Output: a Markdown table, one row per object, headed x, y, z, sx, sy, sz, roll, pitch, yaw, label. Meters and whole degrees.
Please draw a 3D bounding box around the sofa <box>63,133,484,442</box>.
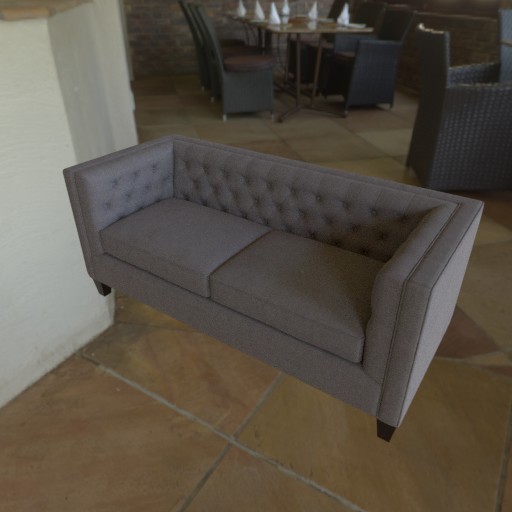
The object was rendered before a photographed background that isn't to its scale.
| x | y | z | sx | sy | sz | roll | pitch | yaw | label |
| --- | --- | --- | --- | --- | --- | --- | --- | --- | --- |
| 0.000 | 0.000 | 2.186 | 1.778 | 0.762 | 0.775 | 20 | 36 | 29 | sofa |
